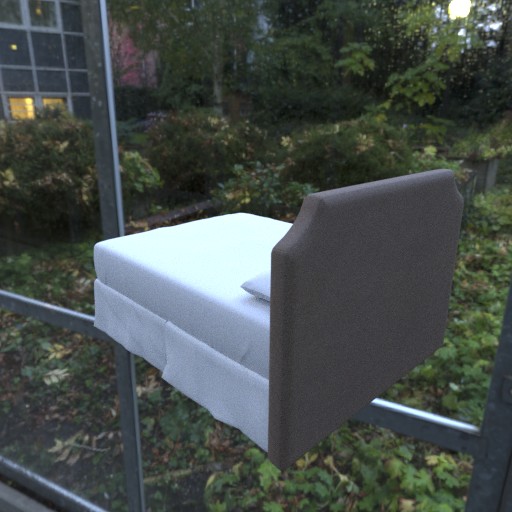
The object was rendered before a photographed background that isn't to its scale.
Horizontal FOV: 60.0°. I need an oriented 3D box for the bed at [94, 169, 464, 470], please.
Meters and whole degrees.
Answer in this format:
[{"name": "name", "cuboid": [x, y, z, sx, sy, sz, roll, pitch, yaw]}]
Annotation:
[{"name": "bed", "cuboid": [0.000, 0.000, 3.128, 1.693, 1.290, 2.116, -17, 24, -41]}]
